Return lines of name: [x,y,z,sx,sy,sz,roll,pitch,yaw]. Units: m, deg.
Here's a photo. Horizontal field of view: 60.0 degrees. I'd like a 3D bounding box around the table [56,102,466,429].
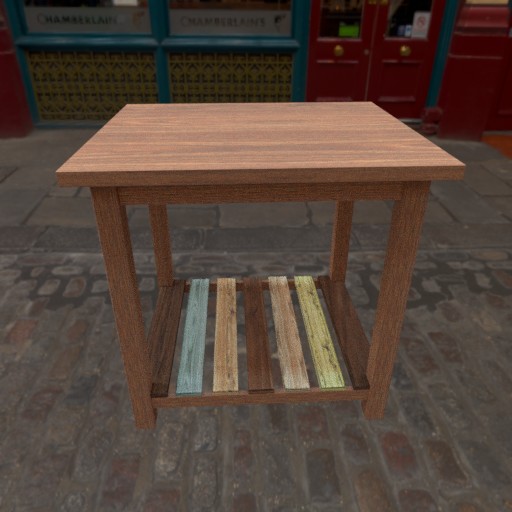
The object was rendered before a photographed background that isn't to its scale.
table: [0.000,0.000,1.110,0.660,0.635,0.559,-1,29,-3]
